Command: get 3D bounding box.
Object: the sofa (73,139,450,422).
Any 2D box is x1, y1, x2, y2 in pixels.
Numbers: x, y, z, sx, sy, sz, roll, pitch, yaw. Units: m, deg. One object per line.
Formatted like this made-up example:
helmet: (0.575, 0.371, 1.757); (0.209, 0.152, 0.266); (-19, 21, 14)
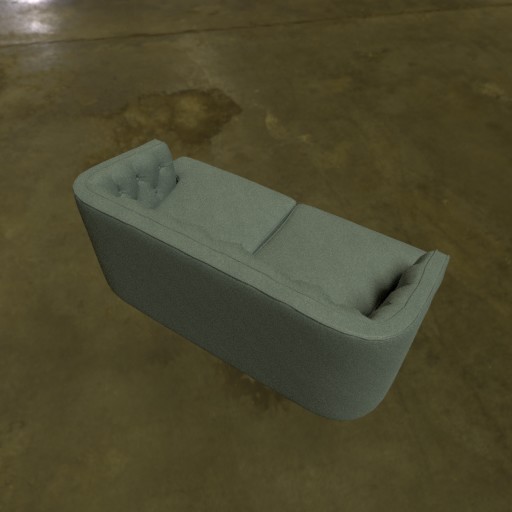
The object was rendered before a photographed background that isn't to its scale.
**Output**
sofa: (0.000, 0.000, 2.309); (1.733, 0.855, 0.941); (25, 52, 21)
